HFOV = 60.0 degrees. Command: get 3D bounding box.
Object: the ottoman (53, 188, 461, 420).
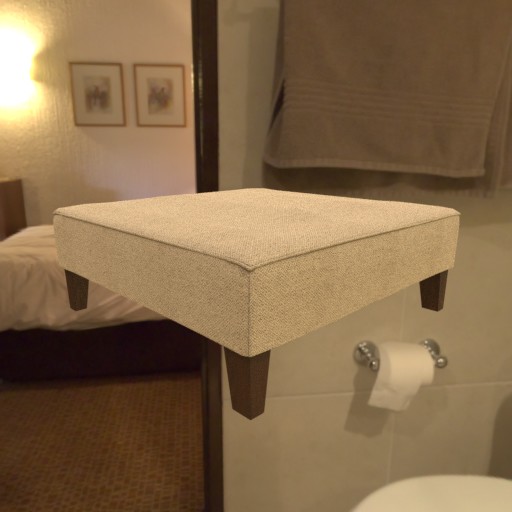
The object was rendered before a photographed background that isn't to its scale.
[{"bbox_3d":[0.000,0.000,1.508,0.982,0.381,0.973,-13,19,-43],"label":"ottoman"}]
